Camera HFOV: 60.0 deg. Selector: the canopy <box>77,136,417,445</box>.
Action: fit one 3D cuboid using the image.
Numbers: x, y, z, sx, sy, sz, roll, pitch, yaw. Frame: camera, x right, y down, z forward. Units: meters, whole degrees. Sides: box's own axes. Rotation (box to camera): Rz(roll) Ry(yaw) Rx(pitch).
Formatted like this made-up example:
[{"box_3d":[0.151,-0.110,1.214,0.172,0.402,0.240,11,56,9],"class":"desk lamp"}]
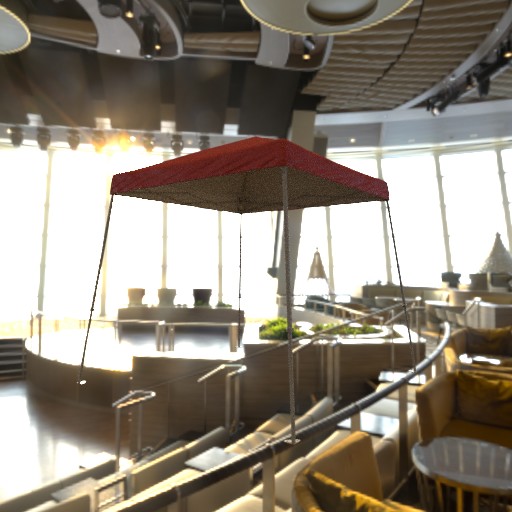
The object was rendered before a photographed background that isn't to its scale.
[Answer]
[{"box_3d":[0.000,0.000,6.632,3.600,3.600,3.599,-1,-2,37],"class":"canopy"}]
